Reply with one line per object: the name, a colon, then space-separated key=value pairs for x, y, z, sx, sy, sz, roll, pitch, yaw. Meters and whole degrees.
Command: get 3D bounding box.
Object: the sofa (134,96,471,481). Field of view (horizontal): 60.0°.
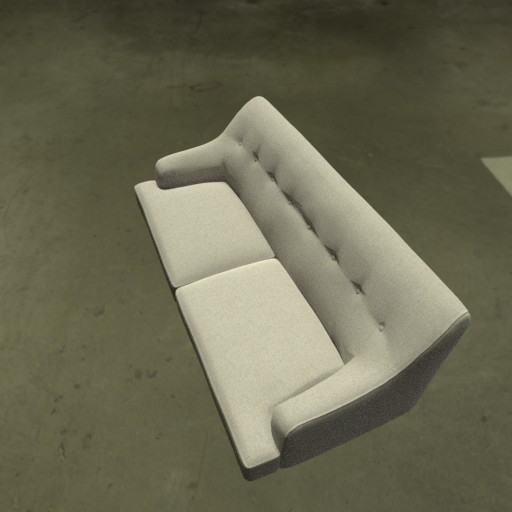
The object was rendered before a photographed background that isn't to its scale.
sofa: x=0.000 y=0.000 z=2.479 sx=0.978 sy=0.871 sz=2.057 roll=-17 pitch=48 yaw=-16
